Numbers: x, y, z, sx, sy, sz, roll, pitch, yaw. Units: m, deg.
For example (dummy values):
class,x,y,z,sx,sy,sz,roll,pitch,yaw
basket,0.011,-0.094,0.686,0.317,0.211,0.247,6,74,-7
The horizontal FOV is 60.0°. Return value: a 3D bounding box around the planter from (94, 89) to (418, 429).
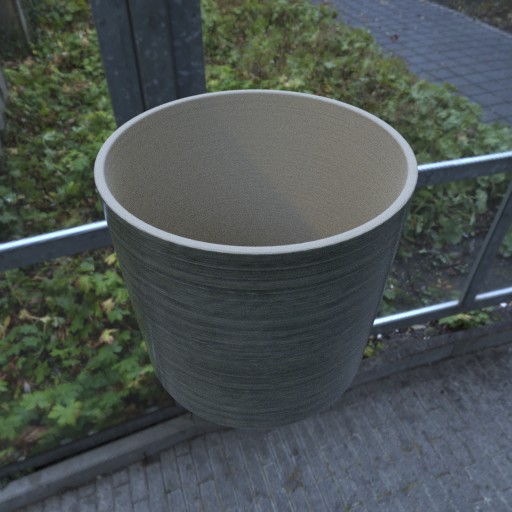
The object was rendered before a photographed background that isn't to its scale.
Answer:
class,x,y,z,sx,sy,sz,roll,pitch,yaw
planter,0.000,0.000,0.380,0.221,0.201,0.221,0,42,0
